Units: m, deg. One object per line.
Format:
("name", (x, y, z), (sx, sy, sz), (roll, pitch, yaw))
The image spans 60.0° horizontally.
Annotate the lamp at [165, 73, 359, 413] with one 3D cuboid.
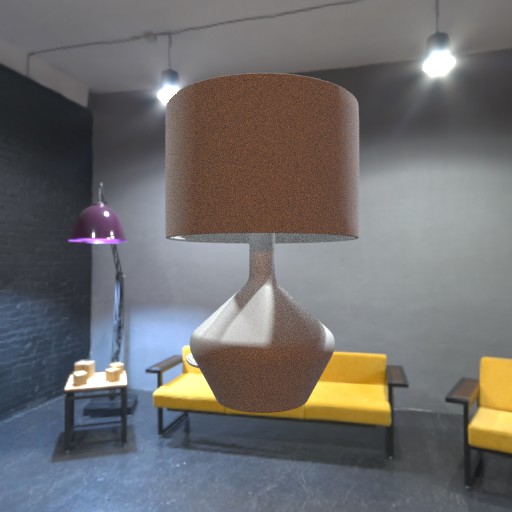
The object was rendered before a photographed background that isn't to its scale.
("lamp", (0.000, 0.000, 0.841), (0.401, 0.457, 0.546), (0, -1, 17))
